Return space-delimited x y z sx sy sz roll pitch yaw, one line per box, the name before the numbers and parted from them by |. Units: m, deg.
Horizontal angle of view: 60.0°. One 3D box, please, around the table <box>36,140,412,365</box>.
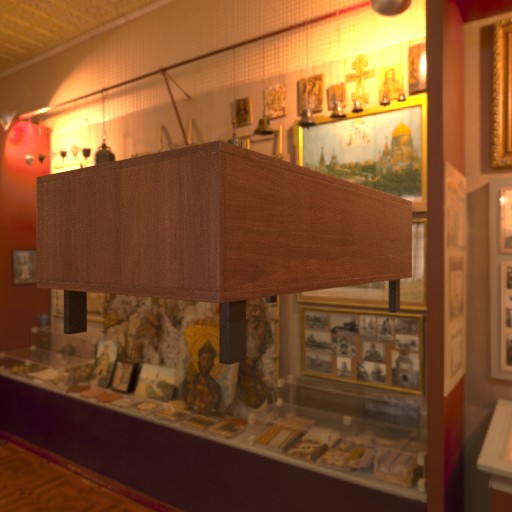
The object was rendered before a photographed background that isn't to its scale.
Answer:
table | 0.000 0.000 1.309 0.600 0.380 1.020 0 0 36
